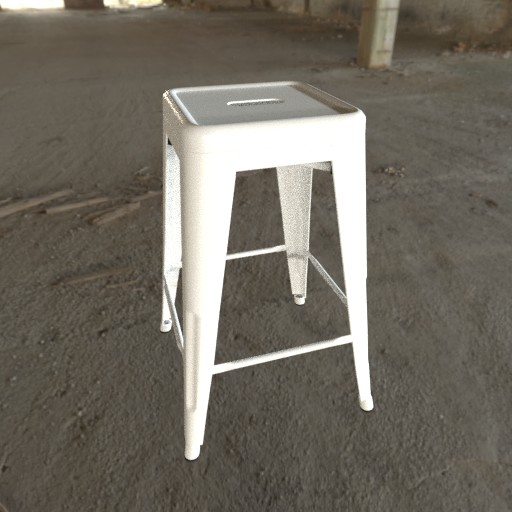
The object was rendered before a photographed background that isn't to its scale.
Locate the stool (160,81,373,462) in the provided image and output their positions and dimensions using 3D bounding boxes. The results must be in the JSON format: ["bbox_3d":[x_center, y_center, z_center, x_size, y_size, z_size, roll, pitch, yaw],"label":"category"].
[{"bbox_3d":[0.000,0.000,0.892,0.406,0.610,0.406,-9,33,-15],"label":"stool"}]
